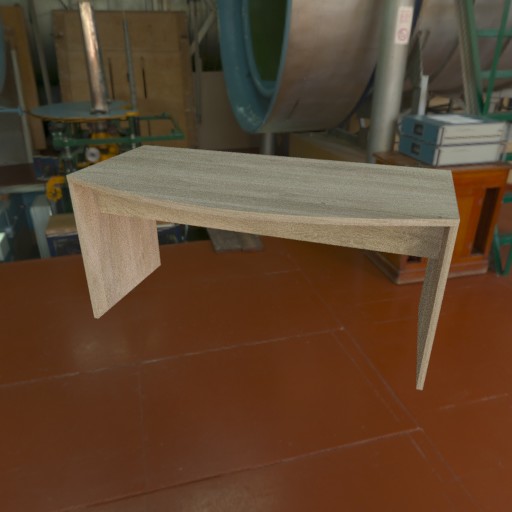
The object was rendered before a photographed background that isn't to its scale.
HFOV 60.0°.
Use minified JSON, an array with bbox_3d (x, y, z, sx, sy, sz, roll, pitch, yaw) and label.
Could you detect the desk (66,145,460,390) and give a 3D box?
[{"bbox_3d":[0.000,0.000,2.076,1.600,0.752,0.802,9,28,17],"label":"desk"}]
